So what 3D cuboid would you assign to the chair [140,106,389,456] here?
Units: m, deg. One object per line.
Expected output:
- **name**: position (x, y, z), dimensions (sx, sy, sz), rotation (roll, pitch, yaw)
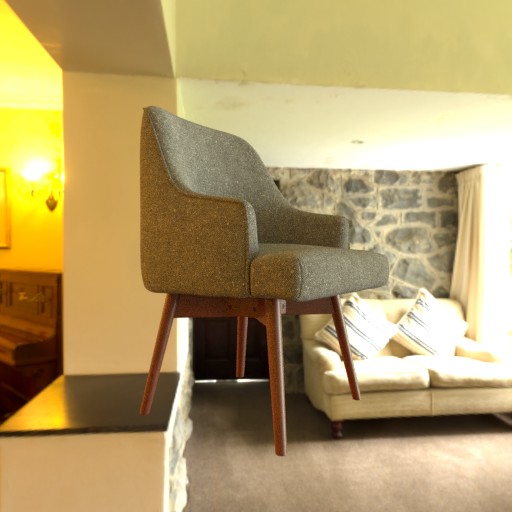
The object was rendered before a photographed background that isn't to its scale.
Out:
- **chair**: position (0.000, 0.000, 1.289), dimensions (0.629, 0.875, 0.608), rotation (0, 0, 34)
